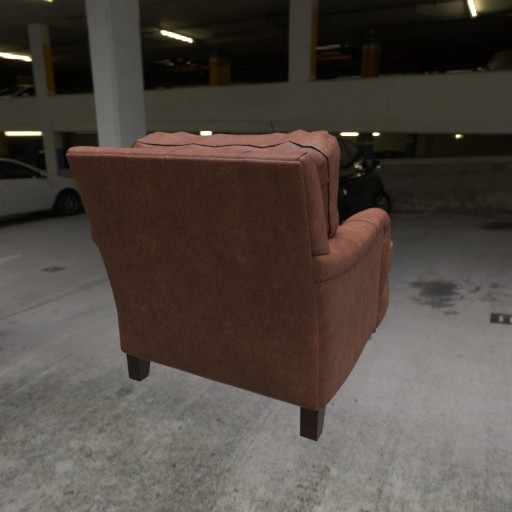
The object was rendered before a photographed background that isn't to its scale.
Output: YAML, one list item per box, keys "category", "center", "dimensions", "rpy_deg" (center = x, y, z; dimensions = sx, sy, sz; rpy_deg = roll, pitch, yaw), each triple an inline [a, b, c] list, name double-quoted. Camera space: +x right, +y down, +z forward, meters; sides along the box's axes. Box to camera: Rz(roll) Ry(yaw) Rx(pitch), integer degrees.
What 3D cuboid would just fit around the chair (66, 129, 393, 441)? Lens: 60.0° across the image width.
- category: "chair"
  center: [0.000, 0.000, 1.924]
  dimensions: [0.986, 1.055, 1.158]
  rpy_deg: [8, 18, 27]
